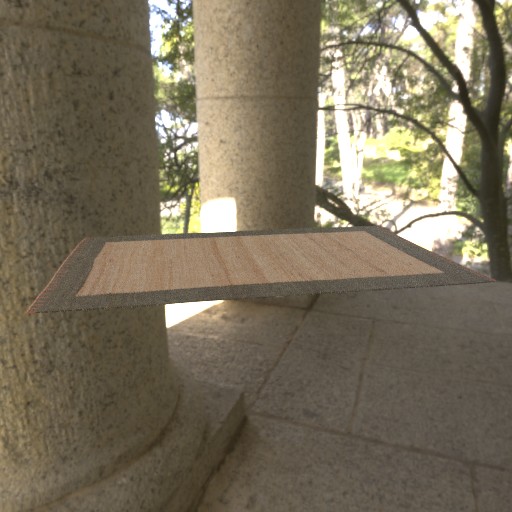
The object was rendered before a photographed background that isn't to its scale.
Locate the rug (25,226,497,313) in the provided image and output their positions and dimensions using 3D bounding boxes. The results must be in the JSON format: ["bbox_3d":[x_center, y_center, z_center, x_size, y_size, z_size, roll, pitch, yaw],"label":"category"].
[{"bbox_3d":[0.000,0.000,2.926,2.435,0.006,1.521,-3,16,-10],"label":"rug"}]
